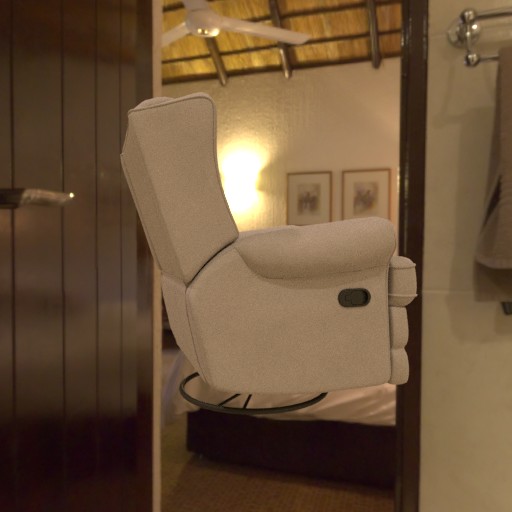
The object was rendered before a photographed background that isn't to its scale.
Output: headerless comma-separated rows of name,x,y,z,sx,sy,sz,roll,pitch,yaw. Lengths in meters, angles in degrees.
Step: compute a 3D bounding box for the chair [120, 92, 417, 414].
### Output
chair,0.000,0.000,1.697,0.969,1.011,0.847,-1,2,-19
